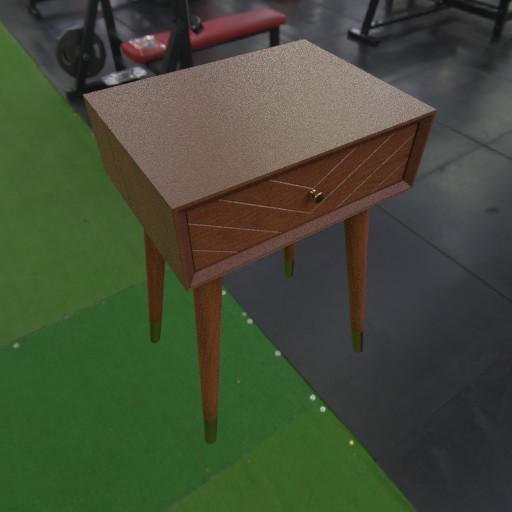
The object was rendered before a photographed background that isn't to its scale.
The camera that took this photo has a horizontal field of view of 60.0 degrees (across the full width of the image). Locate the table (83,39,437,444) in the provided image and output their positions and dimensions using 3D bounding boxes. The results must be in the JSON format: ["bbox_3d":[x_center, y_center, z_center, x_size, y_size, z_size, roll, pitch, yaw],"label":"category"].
[{"bbox_3d":[0.000,0.000,0.816,0.406,0.599,0.300,-24,51,-22],"label":"table"}]
